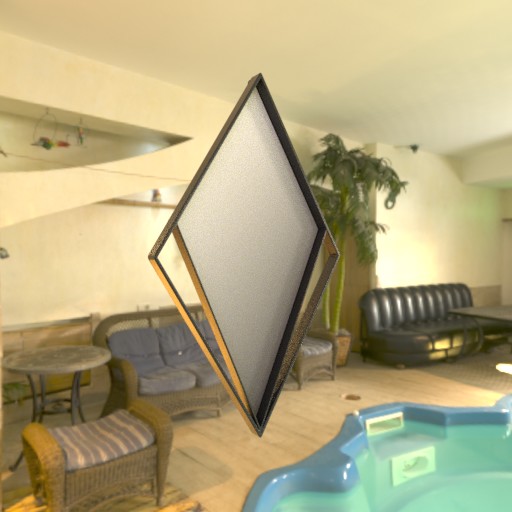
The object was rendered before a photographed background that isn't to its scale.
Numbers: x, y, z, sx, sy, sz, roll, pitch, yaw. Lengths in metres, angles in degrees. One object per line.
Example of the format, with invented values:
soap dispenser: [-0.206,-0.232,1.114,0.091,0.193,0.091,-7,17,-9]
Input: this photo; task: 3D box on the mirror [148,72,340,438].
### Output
mirror: [0.000,0.000,0.837,0.419,0.679,0.032,0,1,-36]
